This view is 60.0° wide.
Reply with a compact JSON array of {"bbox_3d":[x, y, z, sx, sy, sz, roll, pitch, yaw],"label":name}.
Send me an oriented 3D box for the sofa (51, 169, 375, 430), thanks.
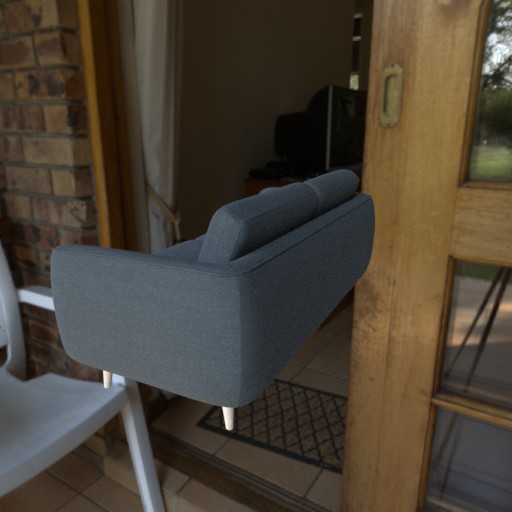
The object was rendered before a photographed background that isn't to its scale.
[{"bbox_3d":[0.000,0.000,2.425,0.920,0.850,2.000,8,18,26],"label":"sofa"}]
